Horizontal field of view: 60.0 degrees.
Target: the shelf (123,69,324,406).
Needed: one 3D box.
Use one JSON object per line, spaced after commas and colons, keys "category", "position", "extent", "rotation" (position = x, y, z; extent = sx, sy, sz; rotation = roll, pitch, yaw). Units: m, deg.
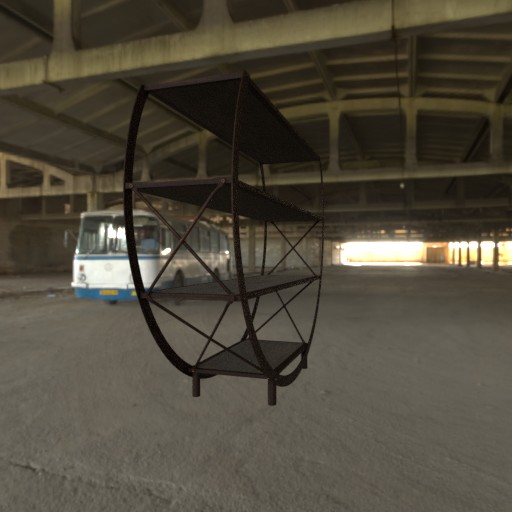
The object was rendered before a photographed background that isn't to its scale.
{"category": "shelf", "position": [0.000, 0.000, 1.889], "extent": [0.344, 1.063, 1.403], "rotation": [0, 0, 19]}
